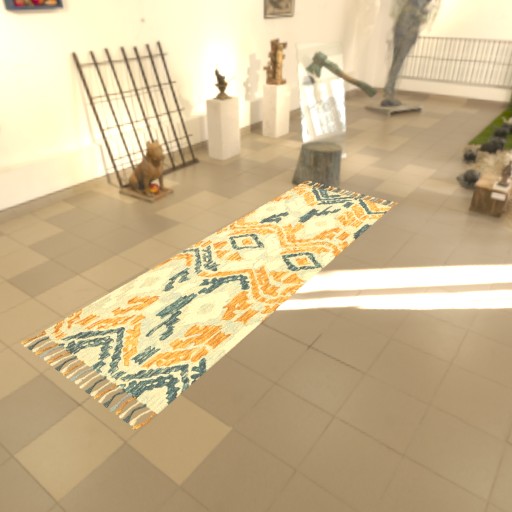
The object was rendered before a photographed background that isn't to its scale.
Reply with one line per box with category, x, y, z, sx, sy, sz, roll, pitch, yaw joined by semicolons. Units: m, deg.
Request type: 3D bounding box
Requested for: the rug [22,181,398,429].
rug;0.000;0.000;2.590;0.783;0.010;2.437;21;36;31
